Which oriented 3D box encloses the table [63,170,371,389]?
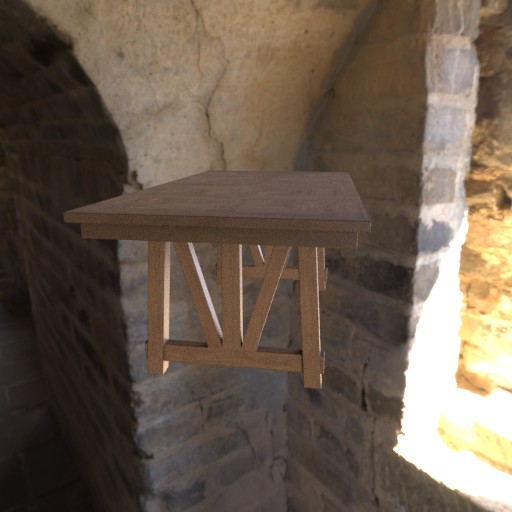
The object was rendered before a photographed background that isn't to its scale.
[{"bbox_3d":[0.000,0.000,2.419,1.016,0.768,1.881,2,15,9],"label":"table"}]
